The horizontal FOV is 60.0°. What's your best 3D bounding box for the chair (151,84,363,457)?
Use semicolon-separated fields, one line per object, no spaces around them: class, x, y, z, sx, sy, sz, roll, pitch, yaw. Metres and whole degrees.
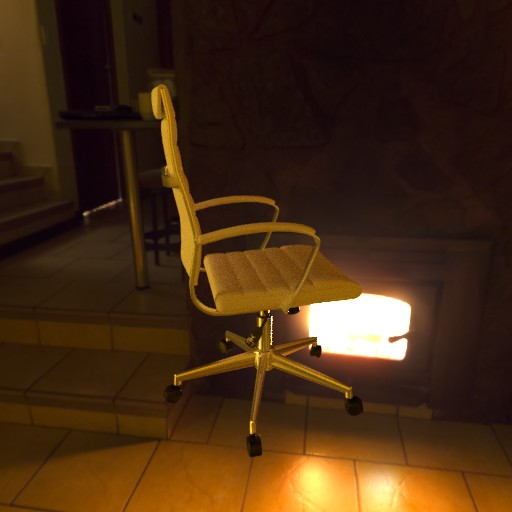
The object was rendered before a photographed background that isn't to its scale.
chair;0.000;0.000;1.644;0.739;1.149;0.766;-3;17;-11
